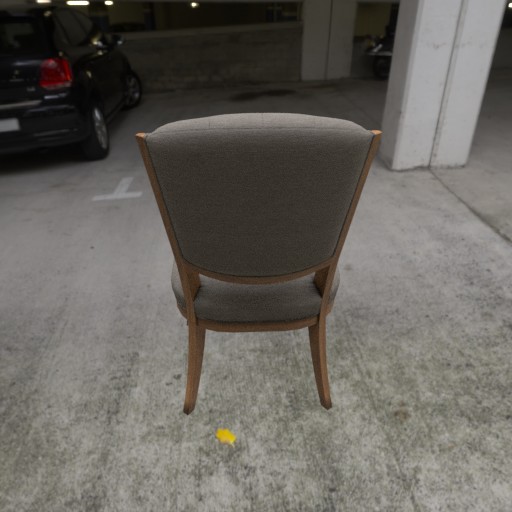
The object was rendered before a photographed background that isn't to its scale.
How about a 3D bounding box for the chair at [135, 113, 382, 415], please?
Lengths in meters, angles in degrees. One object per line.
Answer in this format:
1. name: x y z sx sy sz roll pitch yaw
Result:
1. chair: 0.000 0.000 1.268 0.513 0.905 0.584 -1 30 -2
